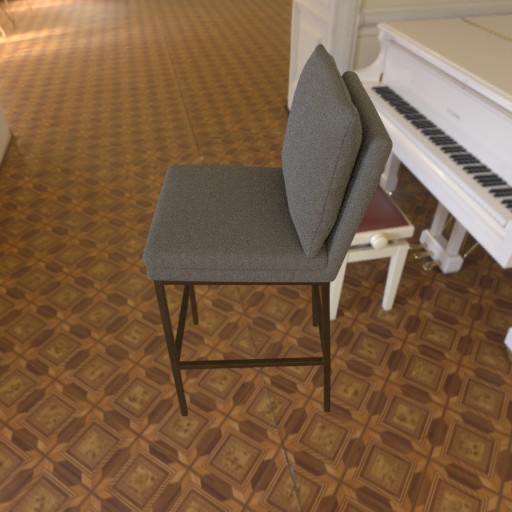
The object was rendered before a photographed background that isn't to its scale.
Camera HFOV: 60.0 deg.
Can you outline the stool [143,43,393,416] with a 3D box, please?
[{"bbox_3d":[0.000,0.000,1.389,0.569,1.132,0.463,0,41,0],"label":"stool"}]
